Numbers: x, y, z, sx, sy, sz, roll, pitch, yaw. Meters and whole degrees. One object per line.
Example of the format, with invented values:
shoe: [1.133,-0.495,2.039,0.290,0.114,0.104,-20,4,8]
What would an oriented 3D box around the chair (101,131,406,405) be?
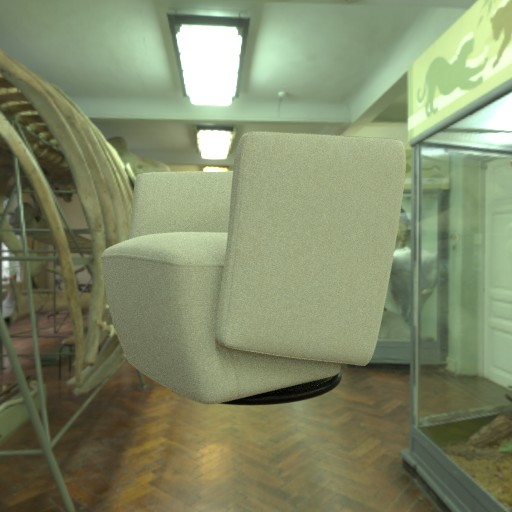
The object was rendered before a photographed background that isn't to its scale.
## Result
chair: [0.000,0.000,1.600,0.986,0.861,0.822,-1,1,-35]
